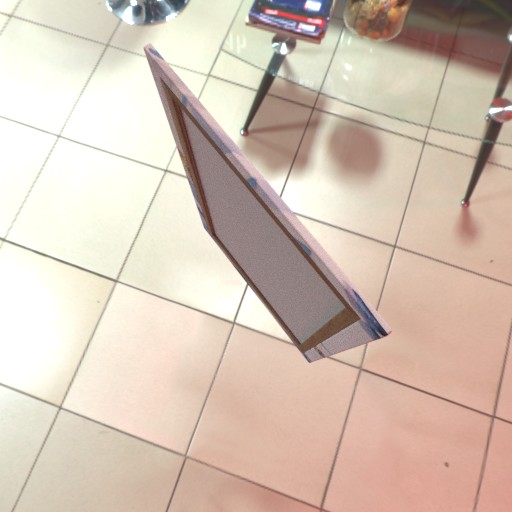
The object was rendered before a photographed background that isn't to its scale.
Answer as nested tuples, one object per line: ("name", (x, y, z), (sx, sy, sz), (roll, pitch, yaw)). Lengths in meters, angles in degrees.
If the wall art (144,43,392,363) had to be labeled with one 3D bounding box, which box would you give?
("wall art", (0.000, 0.000, 1.119), (0.016, 0.914, 0.610), (-36, 77, -10))
